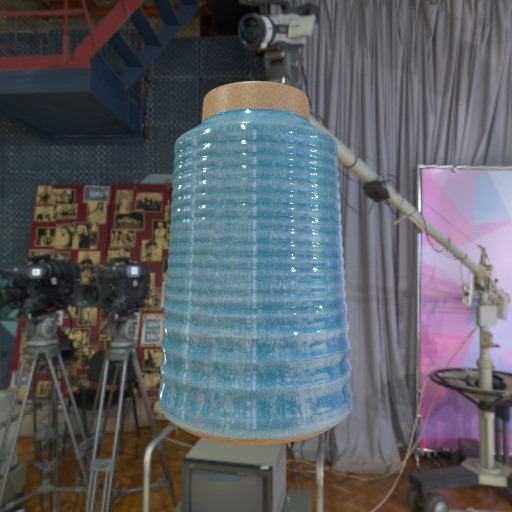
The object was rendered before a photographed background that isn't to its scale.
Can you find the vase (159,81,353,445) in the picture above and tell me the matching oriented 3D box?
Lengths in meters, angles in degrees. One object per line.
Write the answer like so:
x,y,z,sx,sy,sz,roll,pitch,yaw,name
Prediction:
0.000,0.000,0.381,0.163,0.267,0.163,0,-1,0,vase
